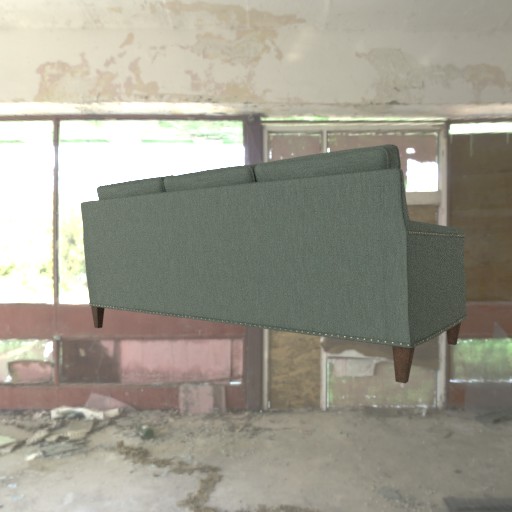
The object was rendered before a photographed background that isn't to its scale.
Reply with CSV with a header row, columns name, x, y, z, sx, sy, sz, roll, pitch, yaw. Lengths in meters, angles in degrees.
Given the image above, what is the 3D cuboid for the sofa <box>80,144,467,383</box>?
name,x,y,z,sx,sy,sz,roll,pitch,yaw
sofa,0.000,0.000,2.769,2.246,1.003,1.084,1,1,36
